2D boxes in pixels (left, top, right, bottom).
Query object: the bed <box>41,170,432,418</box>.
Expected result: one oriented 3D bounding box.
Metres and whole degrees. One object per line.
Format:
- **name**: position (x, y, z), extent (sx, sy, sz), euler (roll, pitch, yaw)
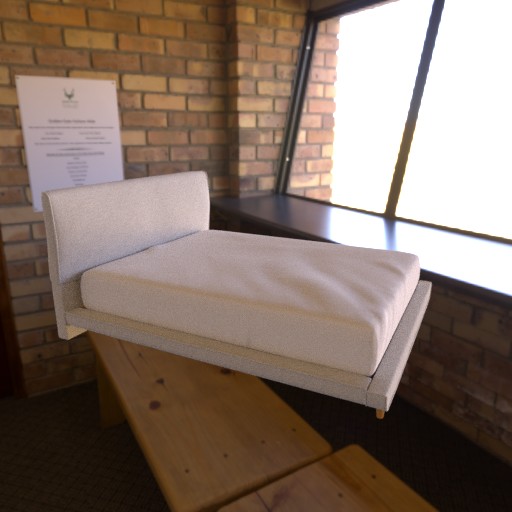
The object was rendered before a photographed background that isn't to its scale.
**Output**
- **bed**: position (0.000, 0.000, 3.528), extent (2.498, 1.126, 1.980), euler (8, 18, 26)
